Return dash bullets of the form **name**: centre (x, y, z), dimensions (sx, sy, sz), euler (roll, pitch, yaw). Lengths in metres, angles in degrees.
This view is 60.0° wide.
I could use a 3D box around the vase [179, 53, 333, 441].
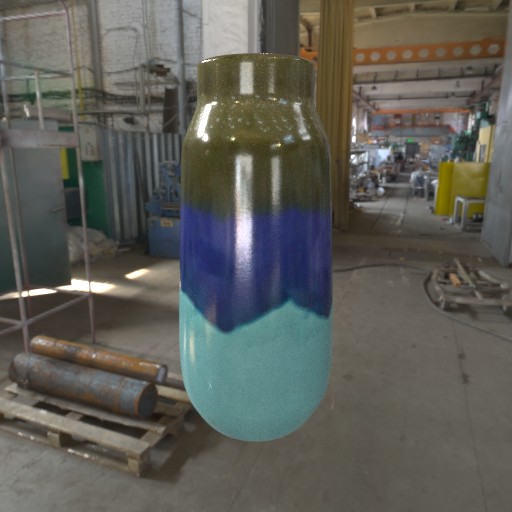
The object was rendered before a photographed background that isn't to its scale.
- **vase**: centre (0.000, 0.000, 0.388), dimensions (0.139, 0.313, 0.139), euler (0, 14, 0)
